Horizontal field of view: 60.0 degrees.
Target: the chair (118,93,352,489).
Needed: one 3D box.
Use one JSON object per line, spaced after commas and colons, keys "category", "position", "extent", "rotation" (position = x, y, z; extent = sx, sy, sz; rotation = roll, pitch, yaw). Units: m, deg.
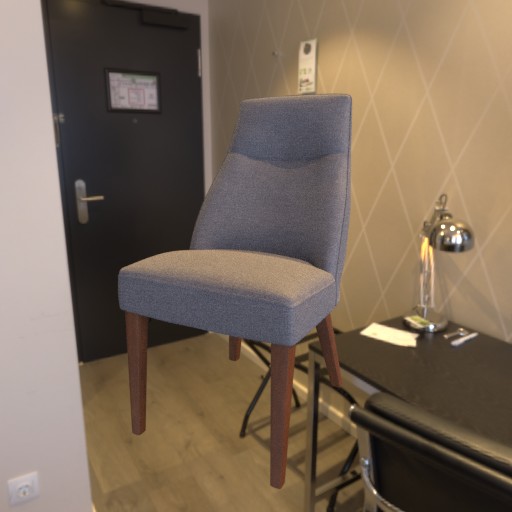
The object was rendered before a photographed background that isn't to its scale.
{"category": "chair", "position": [0.000, 0.000, 1.280], "extent": [0.500, 0.930, 0.620], "rotation": [7, 16, 27]}
